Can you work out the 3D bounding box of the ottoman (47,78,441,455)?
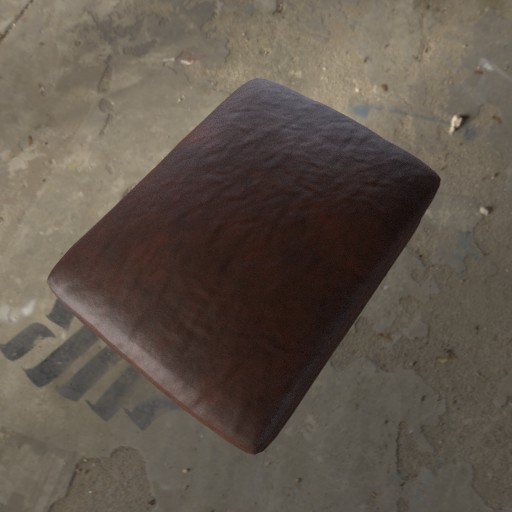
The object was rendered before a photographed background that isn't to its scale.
[{"bbox_3d":[0.000,0.000,1.272,0.659,0.527,0.887,34,69,15],"label":"ottoman"}]
